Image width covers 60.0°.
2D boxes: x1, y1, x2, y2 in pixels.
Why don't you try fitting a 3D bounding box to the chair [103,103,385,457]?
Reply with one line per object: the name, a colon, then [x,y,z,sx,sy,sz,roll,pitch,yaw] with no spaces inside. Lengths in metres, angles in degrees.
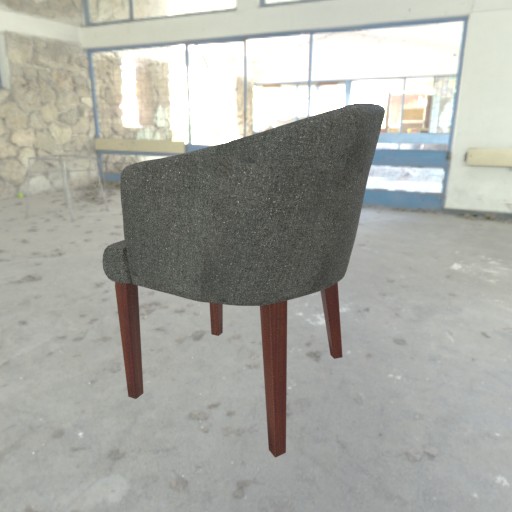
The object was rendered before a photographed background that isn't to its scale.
chair: [0.000,0.000,1.261,0.655,0.811,0.583,8,18,25]
